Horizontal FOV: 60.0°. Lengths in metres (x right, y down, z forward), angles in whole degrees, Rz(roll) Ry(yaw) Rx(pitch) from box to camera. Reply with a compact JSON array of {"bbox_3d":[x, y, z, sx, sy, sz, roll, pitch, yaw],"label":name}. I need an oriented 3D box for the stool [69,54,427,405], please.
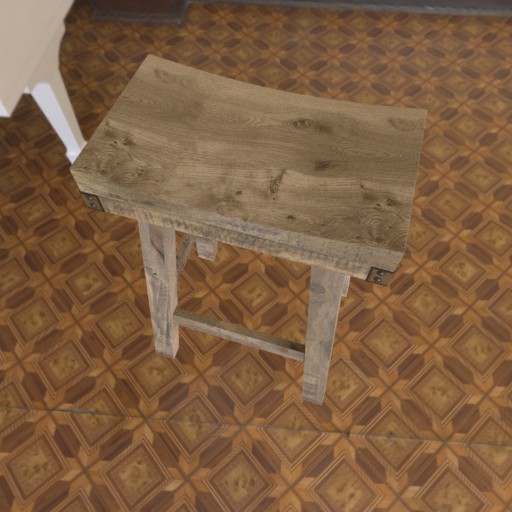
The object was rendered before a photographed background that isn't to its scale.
[{"bbox_3d":[0.000,0.000,0.883,0.450,0.635,0.330,15,60,9],"label":"stool"}]
